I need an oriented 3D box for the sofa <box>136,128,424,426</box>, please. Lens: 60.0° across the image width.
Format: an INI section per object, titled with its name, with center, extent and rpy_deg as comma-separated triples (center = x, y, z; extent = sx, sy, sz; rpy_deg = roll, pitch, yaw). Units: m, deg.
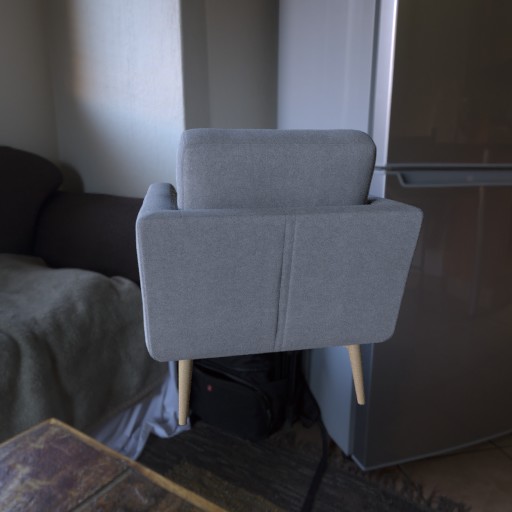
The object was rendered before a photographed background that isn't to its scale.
[sofa]
center = 0.000, 0.000, 1.584
extent = 0.770, 0.860, 0.920
rpy_deg = -3, 15, -10
